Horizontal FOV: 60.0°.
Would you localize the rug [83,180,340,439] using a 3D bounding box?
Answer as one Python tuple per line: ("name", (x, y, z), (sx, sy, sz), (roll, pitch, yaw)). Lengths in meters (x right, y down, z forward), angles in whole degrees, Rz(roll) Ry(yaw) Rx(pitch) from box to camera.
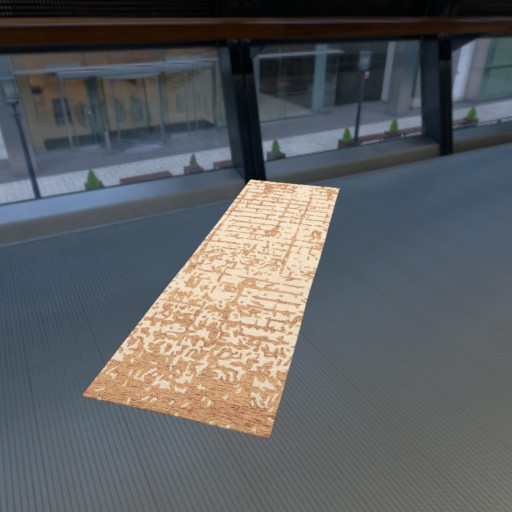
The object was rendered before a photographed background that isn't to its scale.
("rug", (0.000, 0.000, 2.657), (0.750, 0.011, 2.435), (8, 31, 13))
